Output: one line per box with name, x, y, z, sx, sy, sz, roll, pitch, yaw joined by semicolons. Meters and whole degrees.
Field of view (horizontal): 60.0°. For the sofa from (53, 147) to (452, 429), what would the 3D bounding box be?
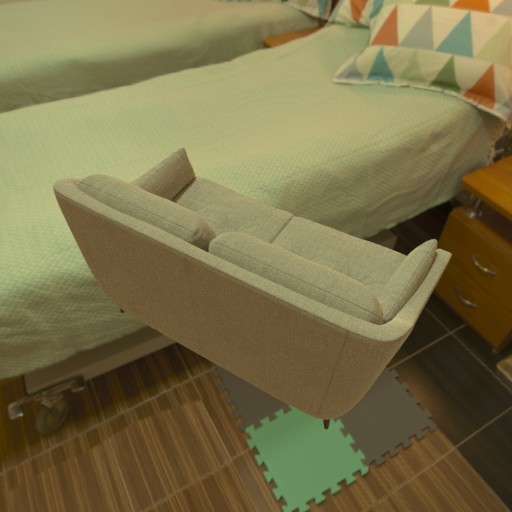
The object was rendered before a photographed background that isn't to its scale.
sofa;0.000;0.000;2.200;1.652;0.888;0.965;24;51;21
